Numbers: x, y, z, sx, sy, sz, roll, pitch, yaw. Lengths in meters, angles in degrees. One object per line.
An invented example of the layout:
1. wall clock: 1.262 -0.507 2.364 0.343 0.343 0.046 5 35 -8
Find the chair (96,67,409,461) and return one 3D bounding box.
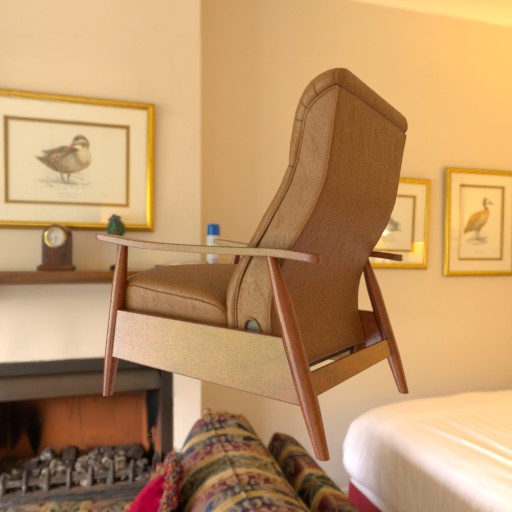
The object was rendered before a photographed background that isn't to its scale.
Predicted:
1. chair: 0.000 0.000 1.747 1.014 1.082 0.762 0 0 36
